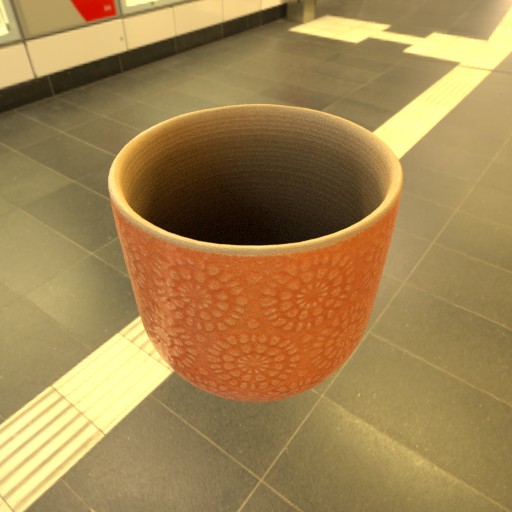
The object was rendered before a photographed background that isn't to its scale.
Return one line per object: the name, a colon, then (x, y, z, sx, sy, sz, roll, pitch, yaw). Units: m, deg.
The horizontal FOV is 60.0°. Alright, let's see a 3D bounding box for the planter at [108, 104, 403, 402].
planter: (0.000, 0.000, 0.299, 0.170, 0.152, 0.170, 0, 40, 0)
